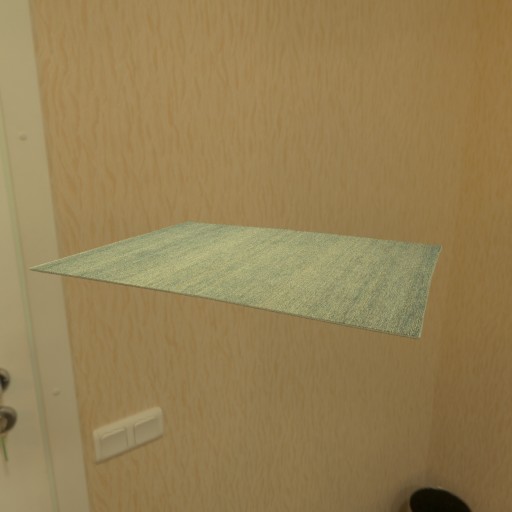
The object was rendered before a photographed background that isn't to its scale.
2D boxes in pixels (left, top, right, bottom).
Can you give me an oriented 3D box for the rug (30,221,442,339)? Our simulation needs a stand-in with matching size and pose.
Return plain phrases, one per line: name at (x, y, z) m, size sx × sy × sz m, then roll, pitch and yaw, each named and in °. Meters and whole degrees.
rug at (0.000, 0.000, 4.275) m, size 3.237 × 0.046 × 2.461 m, roll 7°, pitch 17°, yaw 24°
